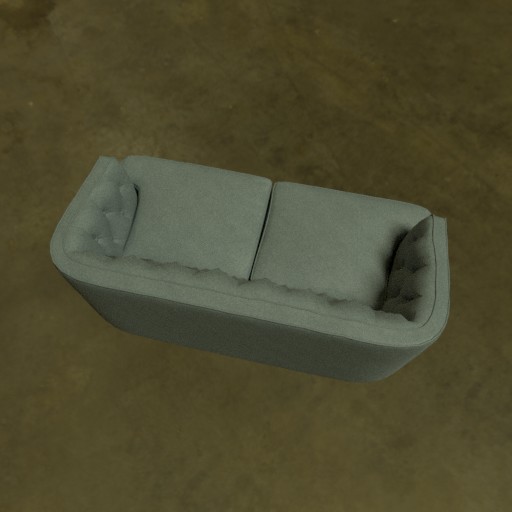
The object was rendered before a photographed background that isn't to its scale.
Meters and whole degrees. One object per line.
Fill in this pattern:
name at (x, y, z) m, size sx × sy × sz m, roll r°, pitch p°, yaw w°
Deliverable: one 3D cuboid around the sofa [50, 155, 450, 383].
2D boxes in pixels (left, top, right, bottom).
sofa at (0.000, 0.000, 2.270) m, size 1.733 × 0.855 × 0.941 m, roll 11°, pitch 64°, yaw 5°
